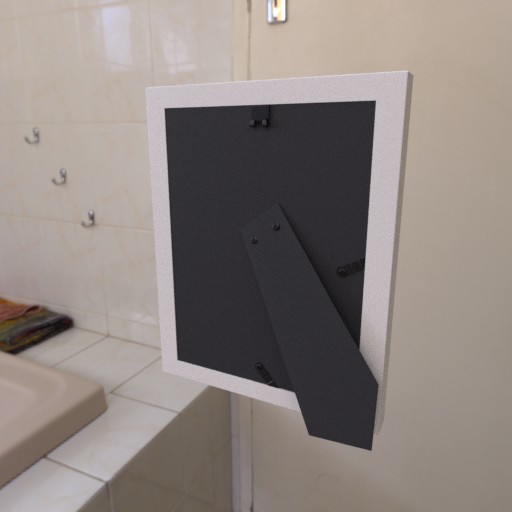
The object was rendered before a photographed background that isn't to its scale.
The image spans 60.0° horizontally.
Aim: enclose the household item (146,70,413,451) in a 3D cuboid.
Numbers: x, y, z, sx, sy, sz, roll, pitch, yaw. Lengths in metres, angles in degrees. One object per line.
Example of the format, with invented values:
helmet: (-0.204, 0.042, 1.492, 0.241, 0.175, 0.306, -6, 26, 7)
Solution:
household item: (0.000, 0.000, 0.336, 0.200, 0.250, 0.045, 8, 17, 26)
